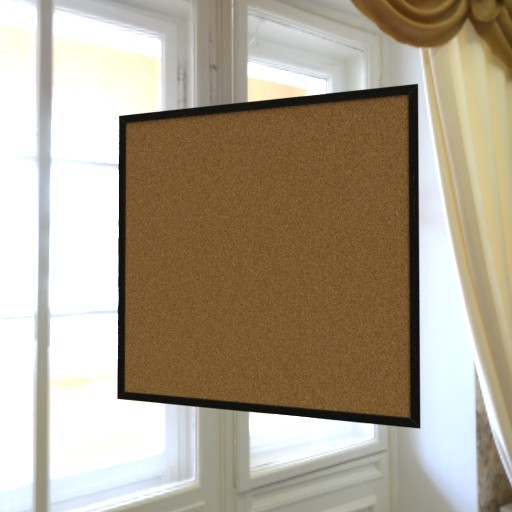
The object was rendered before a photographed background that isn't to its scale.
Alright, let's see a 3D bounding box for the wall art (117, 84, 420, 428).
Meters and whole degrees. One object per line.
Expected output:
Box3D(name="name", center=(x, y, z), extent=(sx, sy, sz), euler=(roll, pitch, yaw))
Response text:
Box3D(name="wall art", center=(0.000, 0.000, 1.101), extent=(0.761, 0.761, 0.037), euler=(0, -1, 16))
